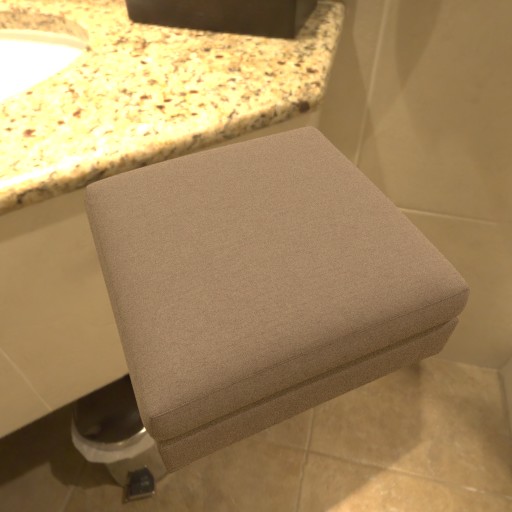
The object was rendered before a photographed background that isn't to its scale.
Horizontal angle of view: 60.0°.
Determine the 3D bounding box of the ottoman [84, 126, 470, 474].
[{"bbox_3d":[0.000,0.000,1.605,1.041,0.470,1.041,-18,49,-16],"label":"ottoman"}]
